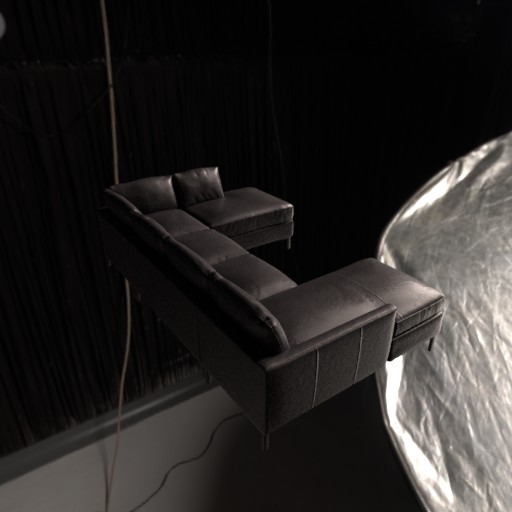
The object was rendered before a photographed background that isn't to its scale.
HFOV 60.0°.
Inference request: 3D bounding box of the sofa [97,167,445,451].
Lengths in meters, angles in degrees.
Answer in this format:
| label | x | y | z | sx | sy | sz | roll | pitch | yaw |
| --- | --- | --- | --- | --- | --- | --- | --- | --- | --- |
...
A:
| label | x | y | z | sx | sy | sz | roll | pitch | yaw |
| --- | --- | --- | --- | --- | --- | --- | --- | --- | --- |
| sofa | 0.000 | 0.000 | 4.002 | 1.939 | 0.900 | 2.956 | -18 | 32 | -31 |
